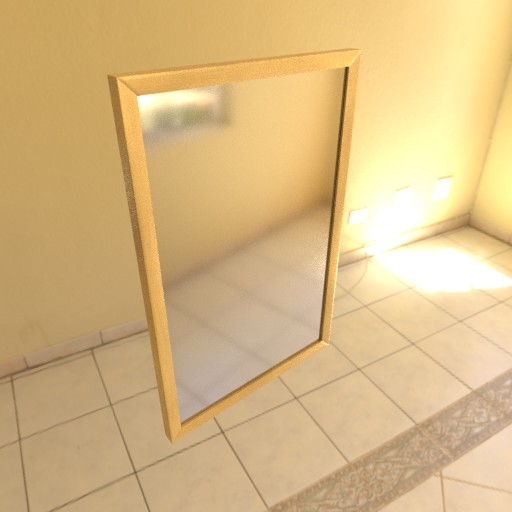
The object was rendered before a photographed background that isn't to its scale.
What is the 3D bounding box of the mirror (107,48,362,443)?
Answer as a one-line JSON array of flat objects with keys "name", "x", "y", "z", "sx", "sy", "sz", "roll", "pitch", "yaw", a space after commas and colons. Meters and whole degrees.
[{"name": "mirror", "x": 0.000, "y": 0.000, "z": 1.120, "sx": 0.609, "sy": 0.915, "sz": 0.040, "roll": -23, "pitch": 38, "yaw": -33}]
